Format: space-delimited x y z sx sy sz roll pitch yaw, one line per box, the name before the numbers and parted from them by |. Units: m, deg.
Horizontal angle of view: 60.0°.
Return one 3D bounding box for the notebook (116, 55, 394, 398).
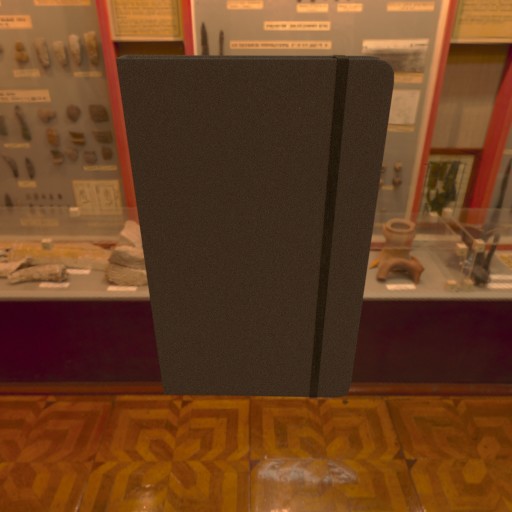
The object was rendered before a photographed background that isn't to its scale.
notebook | 0.000 0.000 0.258 0.127 0.213 0.016 1 29 1
